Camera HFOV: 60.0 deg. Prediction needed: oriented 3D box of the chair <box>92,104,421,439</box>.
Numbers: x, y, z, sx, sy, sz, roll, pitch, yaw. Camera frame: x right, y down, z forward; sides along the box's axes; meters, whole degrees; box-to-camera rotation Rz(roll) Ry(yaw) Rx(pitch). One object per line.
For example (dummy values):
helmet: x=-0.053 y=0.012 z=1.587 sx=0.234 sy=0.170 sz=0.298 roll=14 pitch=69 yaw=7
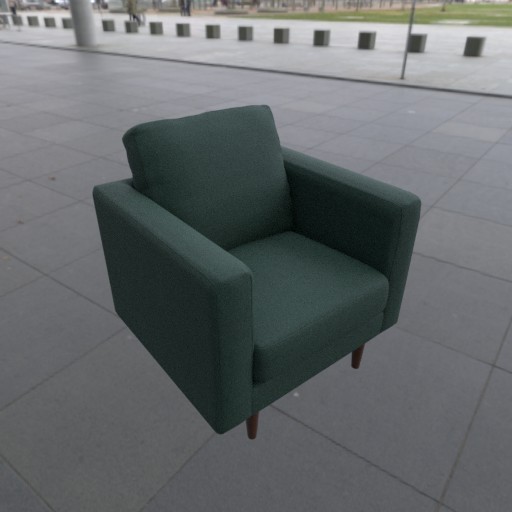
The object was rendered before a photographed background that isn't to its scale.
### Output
chair: x=0.000 y=0.000 z=1.609 sx=0.855 sy=0.927 sz=0.800 roll=-22 pitch=37 yaw=-32
